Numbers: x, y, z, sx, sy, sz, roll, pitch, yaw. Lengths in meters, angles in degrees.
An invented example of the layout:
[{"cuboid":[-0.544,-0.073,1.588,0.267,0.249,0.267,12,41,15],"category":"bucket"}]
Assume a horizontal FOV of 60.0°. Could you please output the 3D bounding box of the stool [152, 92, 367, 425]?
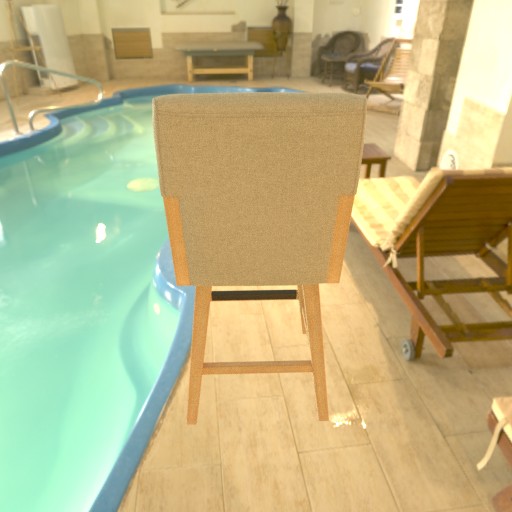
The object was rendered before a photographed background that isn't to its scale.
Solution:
[{"cuboid":[0.000,0.000,1.416,0.507,1.085,0.606,-1,30,-2],"category":"stool"}]
